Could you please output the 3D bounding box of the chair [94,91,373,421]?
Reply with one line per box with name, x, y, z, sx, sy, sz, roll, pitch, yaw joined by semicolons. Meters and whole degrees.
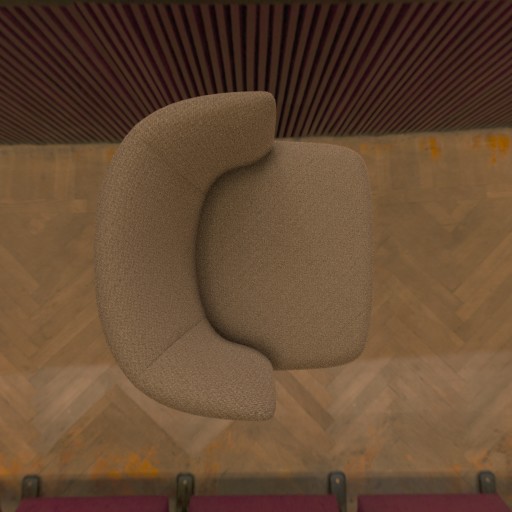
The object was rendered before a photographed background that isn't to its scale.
chair;0.000;0.000;1.265;0.660;0.760;0.700;0;90;0
